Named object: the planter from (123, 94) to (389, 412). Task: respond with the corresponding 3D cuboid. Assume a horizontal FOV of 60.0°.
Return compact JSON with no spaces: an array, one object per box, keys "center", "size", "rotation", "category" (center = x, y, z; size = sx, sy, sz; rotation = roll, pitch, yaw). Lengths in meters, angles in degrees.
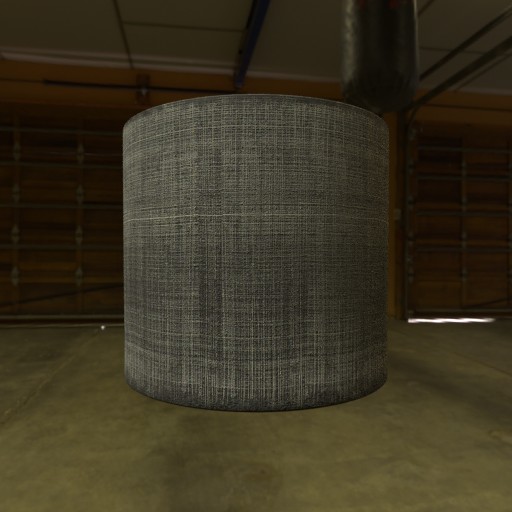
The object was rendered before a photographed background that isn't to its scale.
[{"center":[0.000,0.000,0.385],"size":[0.221,0.201,0.221],"rotation":[0,0,0],"category":"planter"}]
